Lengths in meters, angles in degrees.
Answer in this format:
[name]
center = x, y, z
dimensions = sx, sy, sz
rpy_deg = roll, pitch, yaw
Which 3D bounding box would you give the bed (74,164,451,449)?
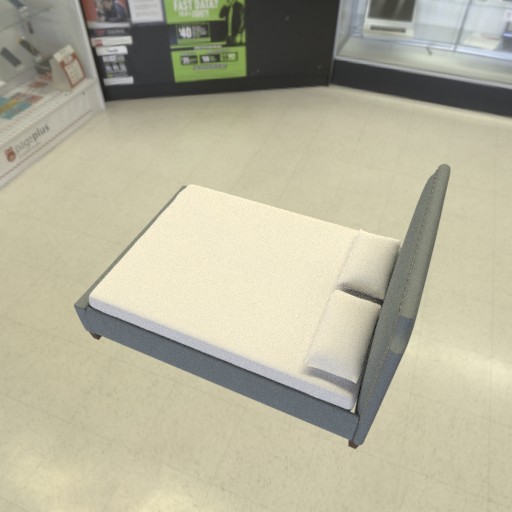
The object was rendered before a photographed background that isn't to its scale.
[bed]
center = 0.000, 0.000, 3.445
dimensions = 2.372, 1.443, 1.712
rpy_deg = 18, 49, 16
